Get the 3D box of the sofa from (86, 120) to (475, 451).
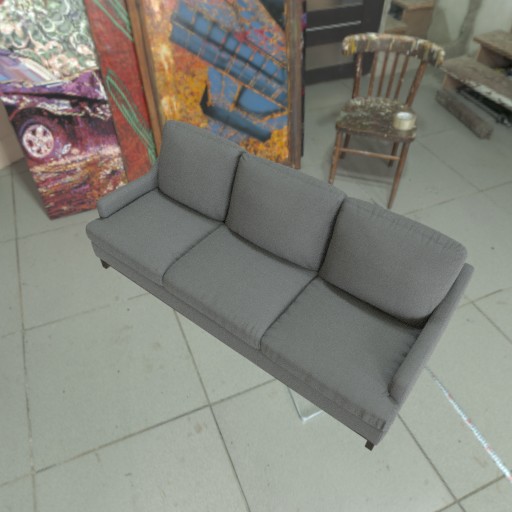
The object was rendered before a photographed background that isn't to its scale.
[{"bbox_3d":[0.000,0.000,2.839,2.344,0.926,0.987,29,52,25],"label":"sofa"}]
